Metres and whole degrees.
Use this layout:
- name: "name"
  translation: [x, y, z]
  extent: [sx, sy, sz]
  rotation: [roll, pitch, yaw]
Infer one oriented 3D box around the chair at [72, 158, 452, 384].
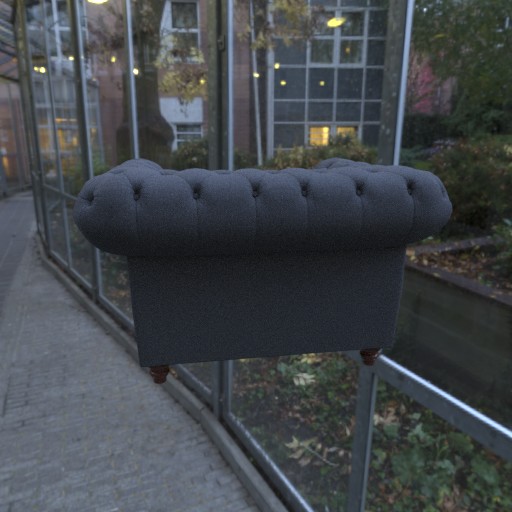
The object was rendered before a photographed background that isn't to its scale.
- name: "chair"
  translation: [0.000, 0.000, 1.852]
  extent: [1.270, 0.770, 0.976]
  rotation: [-2, 15, -9]
